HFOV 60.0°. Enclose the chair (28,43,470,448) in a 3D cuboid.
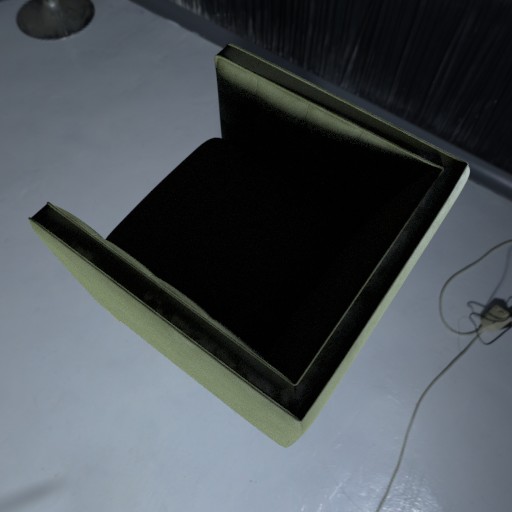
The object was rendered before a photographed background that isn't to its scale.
[{"bbox_3d":[0.000,0.000,1.527,0.894,0.790,0.880,33,68,16],"label":"chair"}]
